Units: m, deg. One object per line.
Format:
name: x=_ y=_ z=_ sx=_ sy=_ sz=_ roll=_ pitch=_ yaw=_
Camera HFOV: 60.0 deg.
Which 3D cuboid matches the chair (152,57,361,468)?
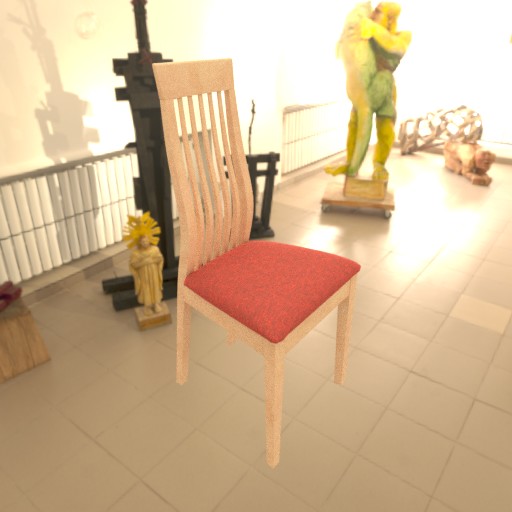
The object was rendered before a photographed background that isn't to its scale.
chair: x=0.000 y=0.000 z=1.288 sx=0.474 sy=1.027 sz=0.460 roll=19 pitch=33 yaw=32
